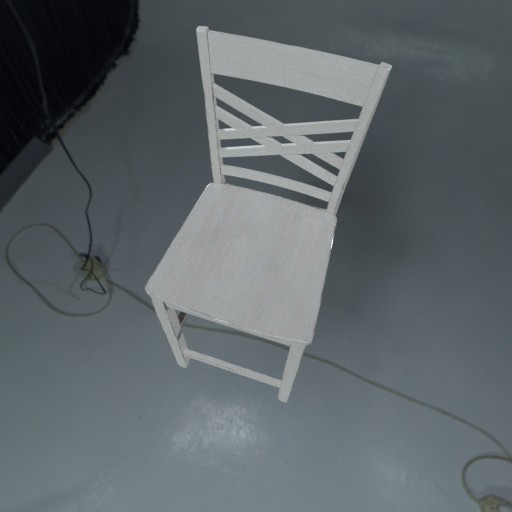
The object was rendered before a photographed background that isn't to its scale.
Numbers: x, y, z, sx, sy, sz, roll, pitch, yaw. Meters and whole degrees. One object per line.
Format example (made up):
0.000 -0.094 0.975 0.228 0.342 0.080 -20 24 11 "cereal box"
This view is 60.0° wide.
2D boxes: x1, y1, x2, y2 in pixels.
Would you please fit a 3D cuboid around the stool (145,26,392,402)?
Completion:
0.000 0.000 1.348 0.462 1.079 0.539 16 60 10 "stool"
